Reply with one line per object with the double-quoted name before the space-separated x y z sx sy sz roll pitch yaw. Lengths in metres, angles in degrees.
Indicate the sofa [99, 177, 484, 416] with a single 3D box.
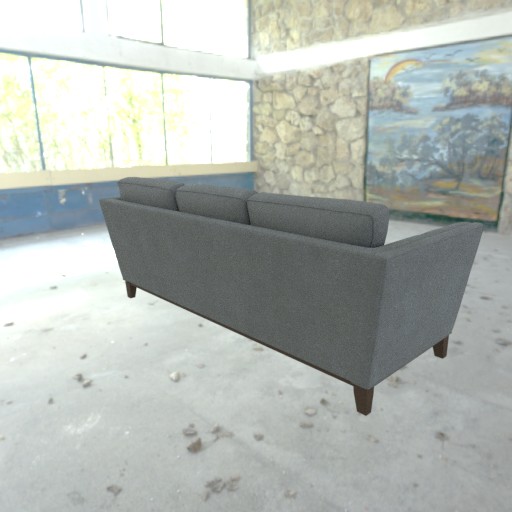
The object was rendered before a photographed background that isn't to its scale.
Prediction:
"sofa" 0.000 0.000 2.854 0.965 0.940 2.387 -13 20 -42
